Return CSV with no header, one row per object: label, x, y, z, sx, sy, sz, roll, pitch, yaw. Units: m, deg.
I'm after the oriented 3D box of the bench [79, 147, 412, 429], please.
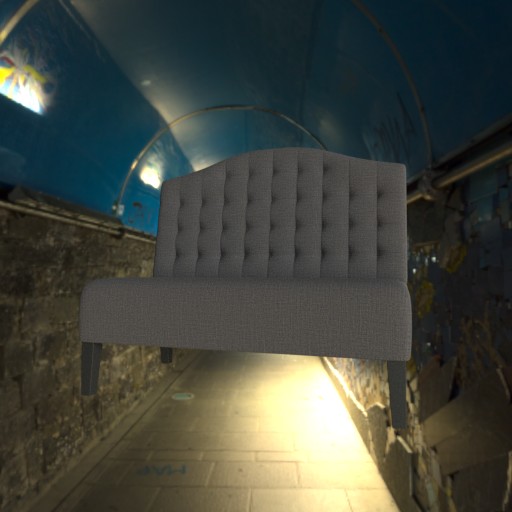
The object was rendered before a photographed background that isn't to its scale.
bench,0.000,0.000,2.046,1.335,1.180,0.815,-1,-2,18
